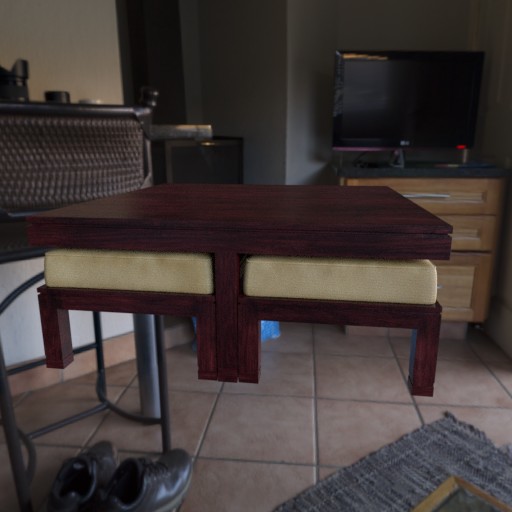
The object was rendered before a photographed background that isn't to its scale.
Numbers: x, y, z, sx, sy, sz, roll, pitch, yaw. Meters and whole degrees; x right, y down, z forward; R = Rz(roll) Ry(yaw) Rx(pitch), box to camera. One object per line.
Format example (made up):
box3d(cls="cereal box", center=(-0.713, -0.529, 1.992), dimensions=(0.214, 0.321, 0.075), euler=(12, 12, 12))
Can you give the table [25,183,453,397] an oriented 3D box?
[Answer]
box3d(cls="table", center=(0.000, 0.000, 1.340), dimensions=(0.865, 0.356, 0.865), euler=(2, 14, 8))
